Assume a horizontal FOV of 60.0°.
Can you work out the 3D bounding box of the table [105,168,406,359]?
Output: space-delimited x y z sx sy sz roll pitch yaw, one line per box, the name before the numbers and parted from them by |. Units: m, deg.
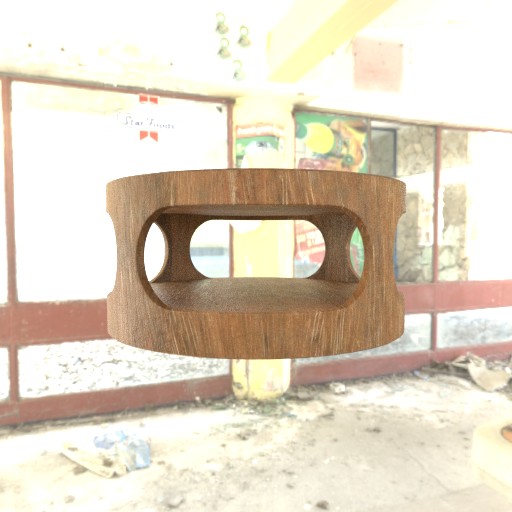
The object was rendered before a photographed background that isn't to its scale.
table | 0.000 0.000 1.524 0.974 0.450 0.974 0 2 0
